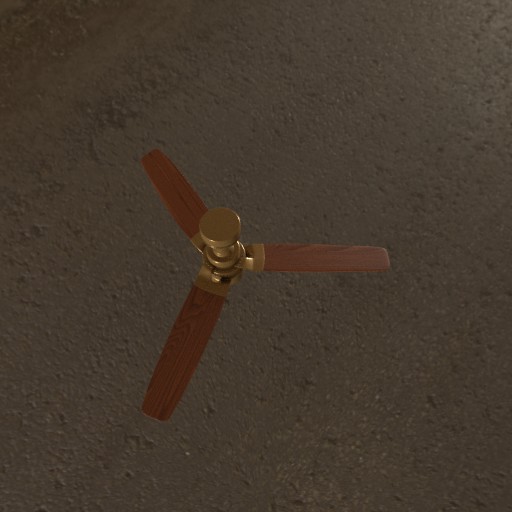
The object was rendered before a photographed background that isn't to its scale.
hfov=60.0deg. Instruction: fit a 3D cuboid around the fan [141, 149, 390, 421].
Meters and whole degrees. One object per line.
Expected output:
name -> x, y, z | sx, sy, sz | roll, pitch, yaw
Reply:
fan -> 0.000, 0.000, 2.032 | 1.271, 0.425, 1.416 | 0, 61, 0
